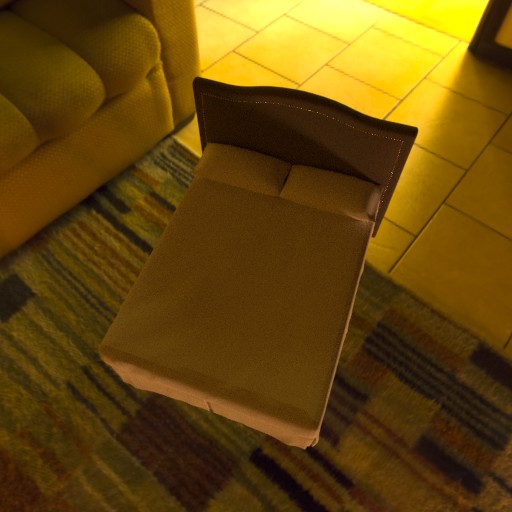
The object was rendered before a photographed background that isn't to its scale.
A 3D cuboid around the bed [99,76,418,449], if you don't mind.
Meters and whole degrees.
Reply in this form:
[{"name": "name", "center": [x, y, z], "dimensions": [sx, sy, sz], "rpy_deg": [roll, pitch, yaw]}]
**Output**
[{"name": "bed", "center": [0.000, 0.000, 3.188], "dimensions": [1.666, 1.387, 2.036], "rpy_deg": [17, 60, 10]}]
